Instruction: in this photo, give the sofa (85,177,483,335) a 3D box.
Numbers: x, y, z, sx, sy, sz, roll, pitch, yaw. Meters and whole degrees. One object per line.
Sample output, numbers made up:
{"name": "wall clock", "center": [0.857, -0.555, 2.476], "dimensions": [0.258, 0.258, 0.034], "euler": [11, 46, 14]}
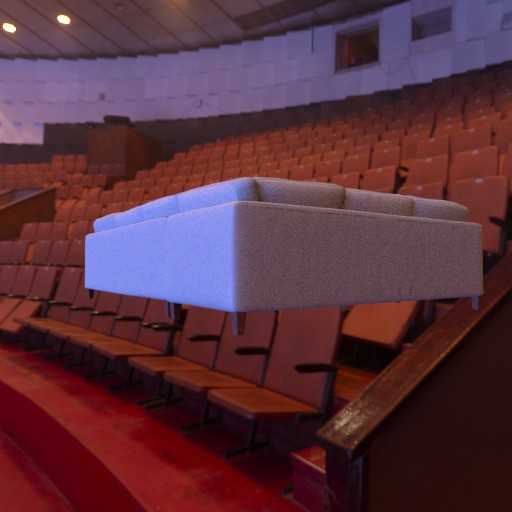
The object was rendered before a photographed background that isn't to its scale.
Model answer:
{"name": "sofa", "center": [0.000, 0.000, 4.452], "dimensions": [2.592, 0.947, 3.301], "euler": [1, -1, -35]}
